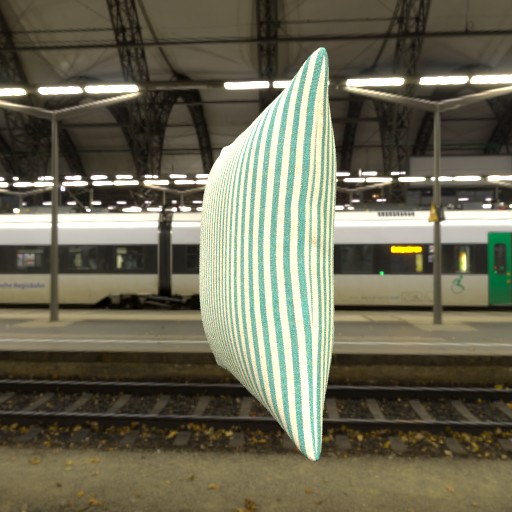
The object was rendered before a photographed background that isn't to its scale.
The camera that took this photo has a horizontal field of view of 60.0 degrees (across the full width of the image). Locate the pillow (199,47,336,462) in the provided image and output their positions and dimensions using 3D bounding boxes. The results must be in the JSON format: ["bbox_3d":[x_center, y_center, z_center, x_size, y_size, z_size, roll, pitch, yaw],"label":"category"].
[{"bbox_3d":[0.000,0.000,0.790,0.166,0.510,0.523,0,-1,-18],"label":"pillow"}]
